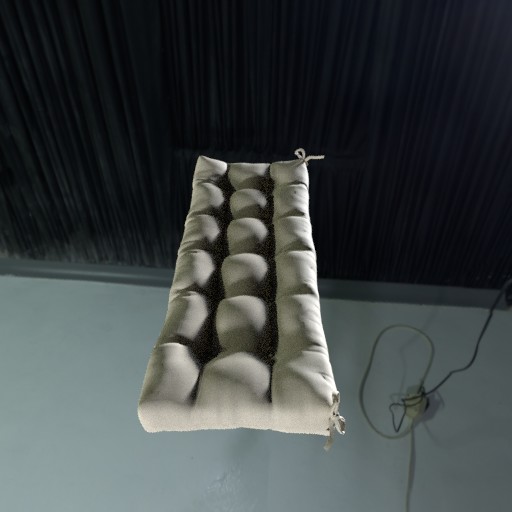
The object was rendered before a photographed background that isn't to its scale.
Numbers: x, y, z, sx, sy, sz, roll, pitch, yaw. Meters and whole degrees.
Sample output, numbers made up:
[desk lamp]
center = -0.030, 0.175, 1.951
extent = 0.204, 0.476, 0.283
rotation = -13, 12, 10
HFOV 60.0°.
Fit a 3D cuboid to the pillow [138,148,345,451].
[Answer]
[pillow]
center = 0.000, 0.000, 1.377
extent = 0.511, 0.174, 1.194
rotation = 1, 41, 1
